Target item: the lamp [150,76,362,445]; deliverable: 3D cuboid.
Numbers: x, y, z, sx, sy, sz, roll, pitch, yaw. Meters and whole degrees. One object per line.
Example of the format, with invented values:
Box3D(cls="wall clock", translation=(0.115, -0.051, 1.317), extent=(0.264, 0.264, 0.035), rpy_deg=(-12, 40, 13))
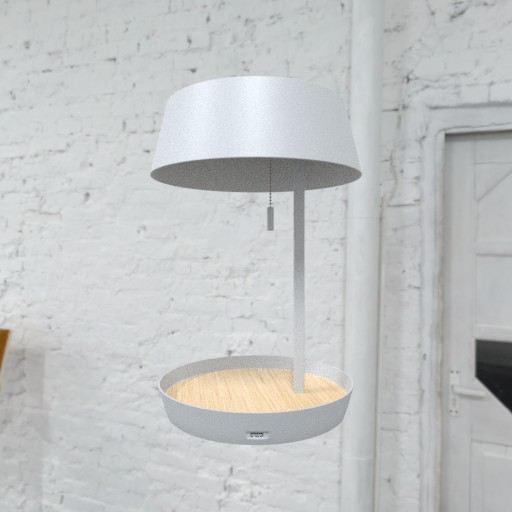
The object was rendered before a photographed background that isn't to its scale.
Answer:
Box3D(cls="lamp", translation=(0.000, 0.000, 0.626), extent=(0.291, 0.429, 0.291), rpy_deg=(0, 1, 0))
